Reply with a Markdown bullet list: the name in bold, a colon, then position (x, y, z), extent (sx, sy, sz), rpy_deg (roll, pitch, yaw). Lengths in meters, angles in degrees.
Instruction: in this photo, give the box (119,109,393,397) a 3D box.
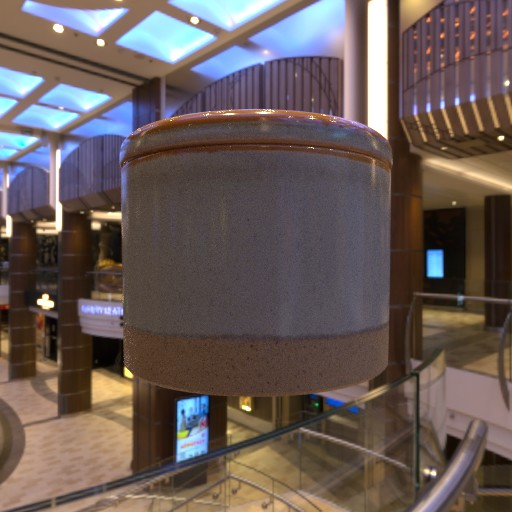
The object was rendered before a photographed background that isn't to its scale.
- **box**: position (0.000, 0.000, 0.209), extent (0.123, 0.100, 0.123), rpy_deg (0, 0, 0)
